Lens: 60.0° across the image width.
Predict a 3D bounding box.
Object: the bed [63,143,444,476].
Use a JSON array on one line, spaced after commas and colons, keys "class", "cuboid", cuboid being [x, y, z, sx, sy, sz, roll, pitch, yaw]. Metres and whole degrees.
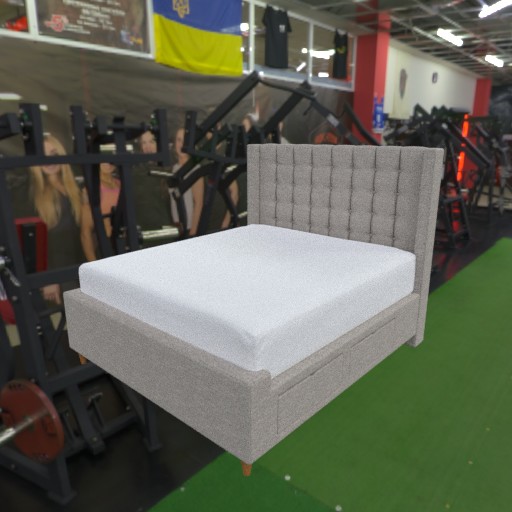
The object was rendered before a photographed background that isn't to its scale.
[{"class": "bed", "cuboid": [0.000, 0.000, 3.677, 2.044, 1.748, 2.372, 14, 20, 40]}]
